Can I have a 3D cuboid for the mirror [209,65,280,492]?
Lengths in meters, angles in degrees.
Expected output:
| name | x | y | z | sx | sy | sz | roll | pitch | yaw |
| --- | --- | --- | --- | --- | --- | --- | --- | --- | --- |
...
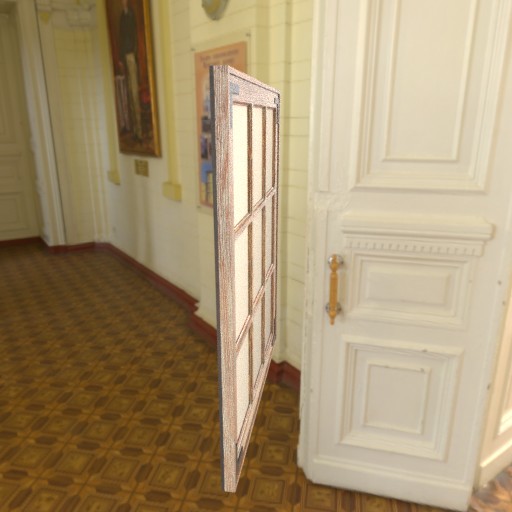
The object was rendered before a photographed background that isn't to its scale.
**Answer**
| name | x | y | z | sx | sy | sz | roll | pitch | yaw |
| --- | --- | --- | --- | --- | --- | --- | --- | --- | --- |
| mirror | 0.000 | 0.000 | 1.206 | 0.032 | 0.882 | 0.730 | 3 | 17 | 9 |
